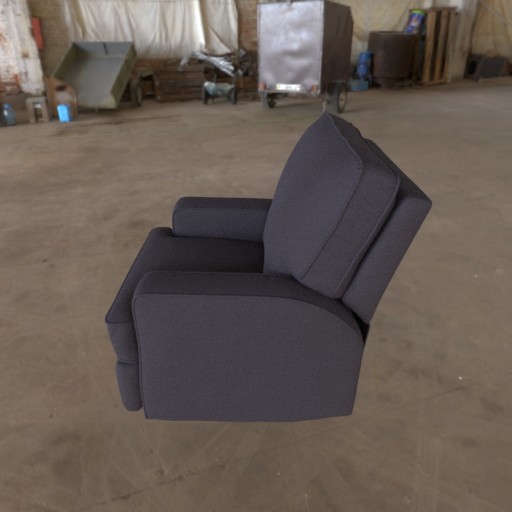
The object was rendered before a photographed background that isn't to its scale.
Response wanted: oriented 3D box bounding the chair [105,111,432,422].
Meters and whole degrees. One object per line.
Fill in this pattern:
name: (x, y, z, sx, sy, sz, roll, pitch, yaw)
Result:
chair: (0.000, 0.000, 1.687, 0.964, 0.962, 0.861, 0, 27, 0)
